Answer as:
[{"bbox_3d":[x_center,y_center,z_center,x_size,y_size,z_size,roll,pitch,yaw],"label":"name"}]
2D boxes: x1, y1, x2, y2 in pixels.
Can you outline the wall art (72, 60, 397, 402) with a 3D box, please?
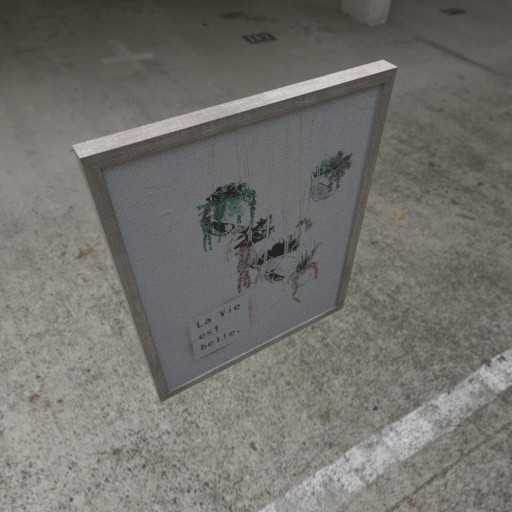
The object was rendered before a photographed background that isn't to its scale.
[{"bbox_3d":[0.000,0.000,0.708,0.421,0.521,0.032,-23,50,-21],"label":"wall art"}]
